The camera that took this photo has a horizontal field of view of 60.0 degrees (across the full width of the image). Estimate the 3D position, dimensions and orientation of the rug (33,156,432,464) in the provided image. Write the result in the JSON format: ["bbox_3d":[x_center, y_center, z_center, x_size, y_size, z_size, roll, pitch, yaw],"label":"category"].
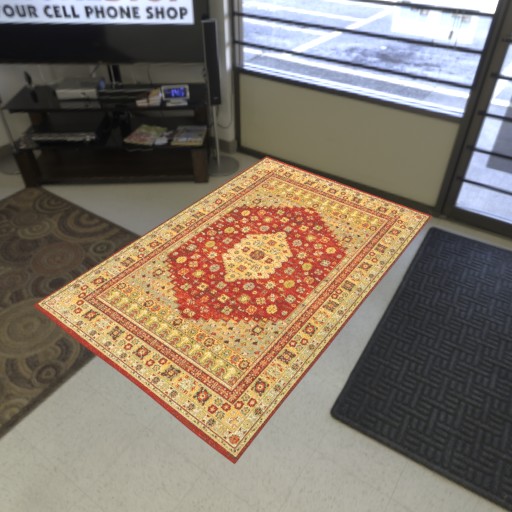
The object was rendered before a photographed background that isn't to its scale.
[{"bbox_3d":[0.000,0.000,2.301,1.194,0.013,1.802,26,47,28],"label":"rug"}]
